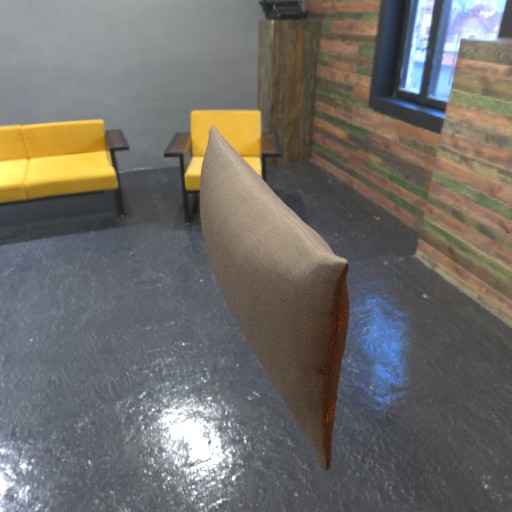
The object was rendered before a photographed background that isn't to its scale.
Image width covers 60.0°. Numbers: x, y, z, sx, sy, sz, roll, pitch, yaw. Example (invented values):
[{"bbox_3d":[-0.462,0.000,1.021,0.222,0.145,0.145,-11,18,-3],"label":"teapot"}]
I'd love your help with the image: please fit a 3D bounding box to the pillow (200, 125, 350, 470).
[{"bbox_3d":[0.000,0.000,0.748,0.148,0.308,0.612,-9,30,-15],"label":"pillow"}]
